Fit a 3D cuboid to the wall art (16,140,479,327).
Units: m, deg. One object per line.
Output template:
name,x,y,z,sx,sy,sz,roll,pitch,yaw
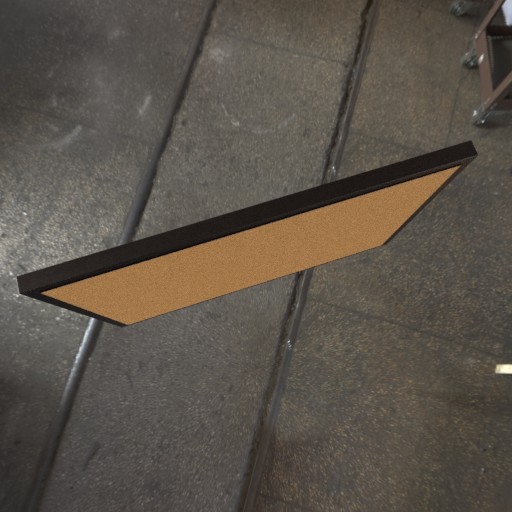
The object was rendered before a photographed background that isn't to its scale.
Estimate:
wall art,0.000,0.000,0.828,0.657,0.458,0.027,-17,76,-4
